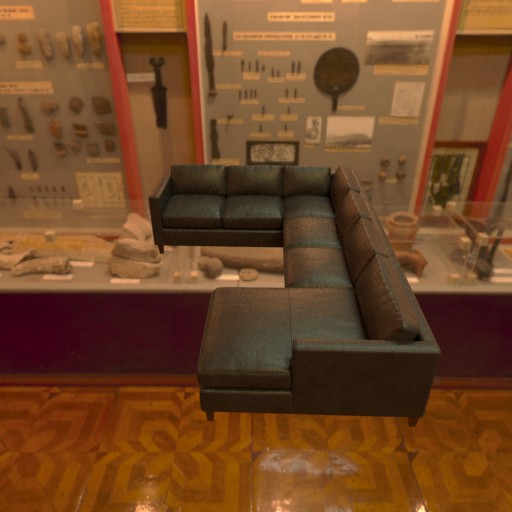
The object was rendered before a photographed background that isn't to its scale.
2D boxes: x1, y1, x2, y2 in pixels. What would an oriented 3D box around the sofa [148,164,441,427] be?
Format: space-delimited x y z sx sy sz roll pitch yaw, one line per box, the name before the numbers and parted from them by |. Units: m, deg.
sofa | 0.000 0.000 4.382 2.452 0.891 3.324 1 30 2
